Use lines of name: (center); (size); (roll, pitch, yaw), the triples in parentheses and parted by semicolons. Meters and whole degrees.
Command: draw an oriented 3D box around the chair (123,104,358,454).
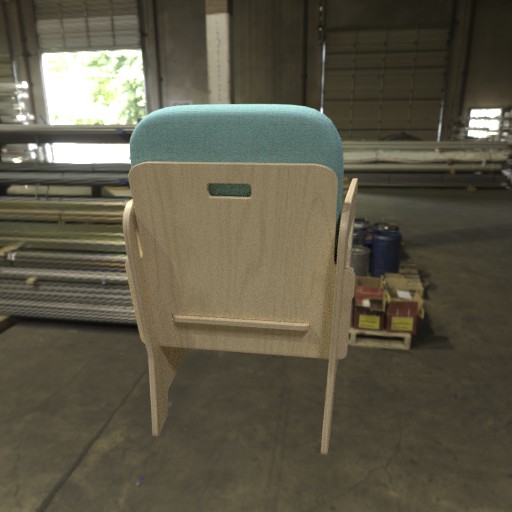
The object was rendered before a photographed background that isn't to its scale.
chair: (0.000, 0.000, 1.271); (0.590, 0.800, 0.710); (3, 17, 8)
